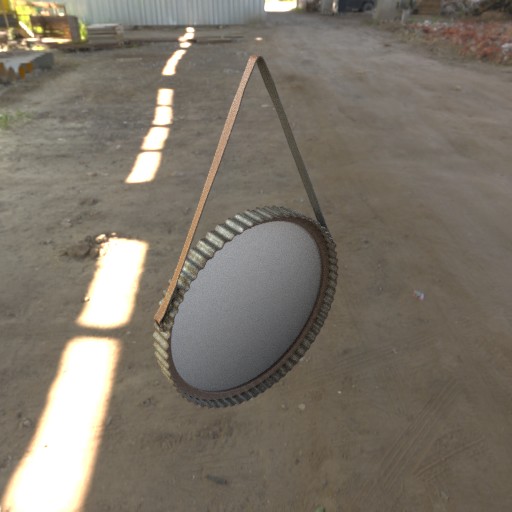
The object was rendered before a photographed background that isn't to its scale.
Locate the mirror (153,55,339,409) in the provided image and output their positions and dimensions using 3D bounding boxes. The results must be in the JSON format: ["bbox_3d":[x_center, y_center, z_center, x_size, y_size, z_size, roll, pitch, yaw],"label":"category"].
[{"bbox_3d":[0.000,0.000,0.683,0.355,0.568,0.042,-22,37,-32],"label":"mirror"}]
